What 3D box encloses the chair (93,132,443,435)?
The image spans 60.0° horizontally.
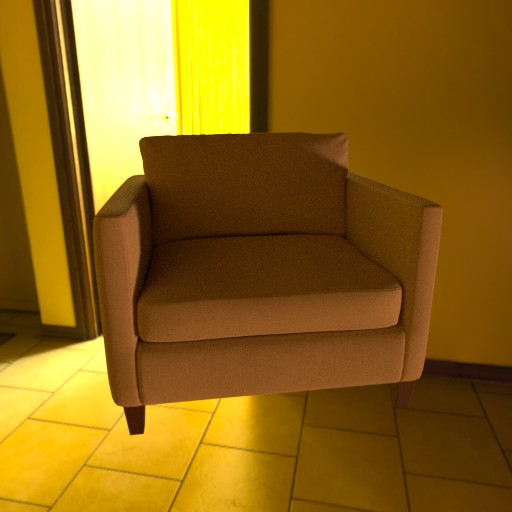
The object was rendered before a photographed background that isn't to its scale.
[{"bbox_3d":[0.000,0.000,1.819,1.107,0.961,0.959,-3,18,-8],"label":"chair"}]
